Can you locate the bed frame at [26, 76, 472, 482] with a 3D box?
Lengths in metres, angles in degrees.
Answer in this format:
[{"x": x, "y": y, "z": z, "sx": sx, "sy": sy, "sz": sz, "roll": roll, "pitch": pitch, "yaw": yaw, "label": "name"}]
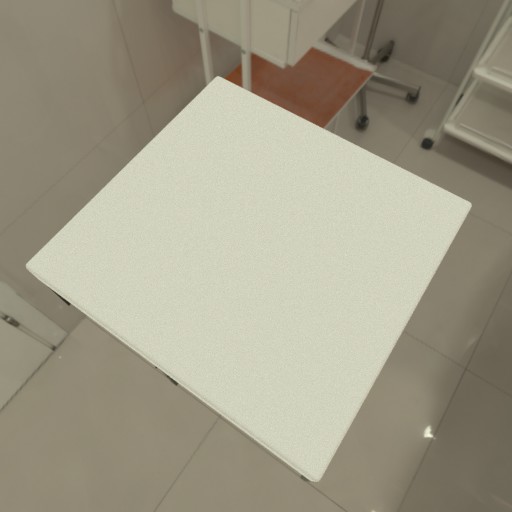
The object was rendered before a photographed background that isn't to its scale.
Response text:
[{"x": 0.000, "y": 0.000, "z": 3.051, "sx": 2.079, "sy": 0.659, "sz": 1.963, "roll": 32, "pitch": 68, "yaw": 15, "label": "bed frame"}]
